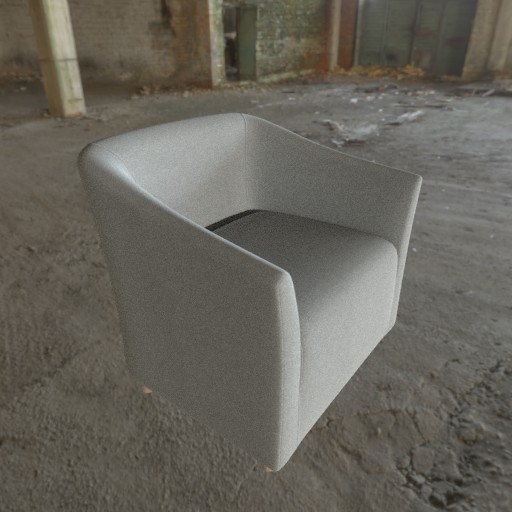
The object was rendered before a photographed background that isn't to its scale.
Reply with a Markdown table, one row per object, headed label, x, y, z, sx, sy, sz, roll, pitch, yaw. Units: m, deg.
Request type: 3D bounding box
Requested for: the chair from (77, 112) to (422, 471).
| label | x | y | z | sx | sy | sz | roll | pitch | yaw |
| --- | --- | --- | --- | --- | --- | --- | --- | --- | --- |
| chair | 0.000 | 0.000 | 1.338 | 0.700 | 0.720 | 0.790 | 19 | 32 | 32 |
